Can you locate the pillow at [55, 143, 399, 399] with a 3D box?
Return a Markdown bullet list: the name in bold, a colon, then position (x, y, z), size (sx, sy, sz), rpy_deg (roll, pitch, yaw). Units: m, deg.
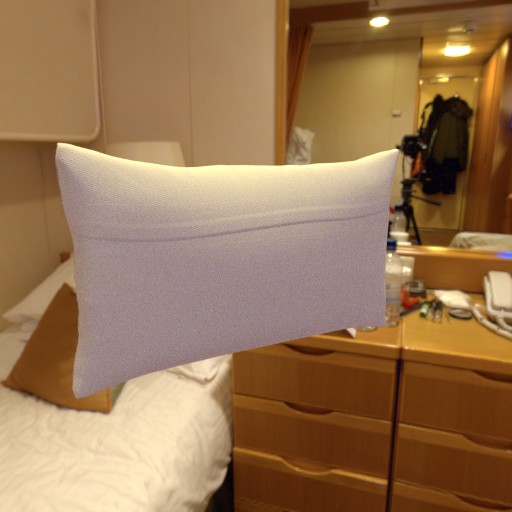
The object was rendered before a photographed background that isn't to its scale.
- **pillow**: position (0.000, 0.000, 0.623), size (0.506, 0.305, 0.139), rpy_deg (-7, 15, -27)
